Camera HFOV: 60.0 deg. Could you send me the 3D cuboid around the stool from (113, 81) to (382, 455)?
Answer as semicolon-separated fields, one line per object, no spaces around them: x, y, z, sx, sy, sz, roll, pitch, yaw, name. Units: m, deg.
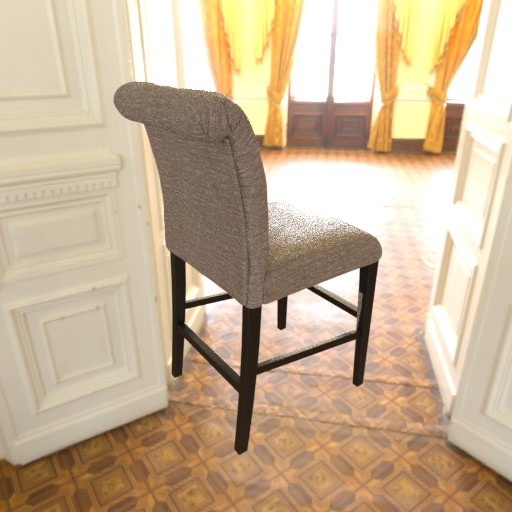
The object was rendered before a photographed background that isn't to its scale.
0.000;0.000;1.320;0.611;0.970;0.457;-17;30;-32;stool
